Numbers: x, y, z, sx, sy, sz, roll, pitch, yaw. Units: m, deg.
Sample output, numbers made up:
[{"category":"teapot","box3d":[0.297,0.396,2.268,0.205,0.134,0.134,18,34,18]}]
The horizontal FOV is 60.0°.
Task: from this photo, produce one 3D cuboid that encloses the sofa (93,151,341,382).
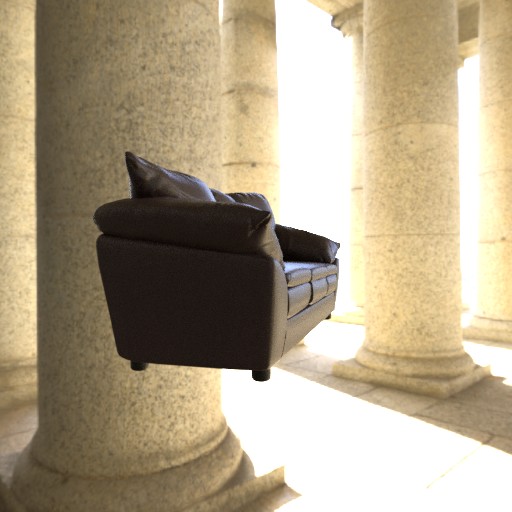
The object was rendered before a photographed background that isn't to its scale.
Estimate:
[{"category":"sofa","box3d":[0.000,0.000,2.981,0.907,1.091,2.390,0,0,17]}]
